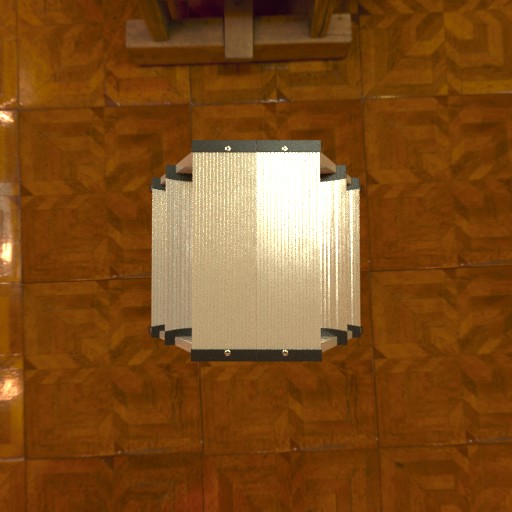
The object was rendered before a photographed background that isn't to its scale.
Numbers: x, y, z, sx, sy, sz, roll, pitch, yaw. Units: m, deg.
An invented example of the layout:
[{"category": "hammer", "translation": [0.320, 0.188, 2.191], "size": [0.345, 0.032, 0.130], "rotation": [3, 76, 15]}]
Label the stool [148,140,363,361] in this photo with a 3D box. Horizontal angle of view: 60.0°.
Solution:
[{"category": "stool", "translation": [0.000, 0.000, 0.990], "size": [0.622, 0.605, 0.437], "rotation": [0, 88, 0]}]
